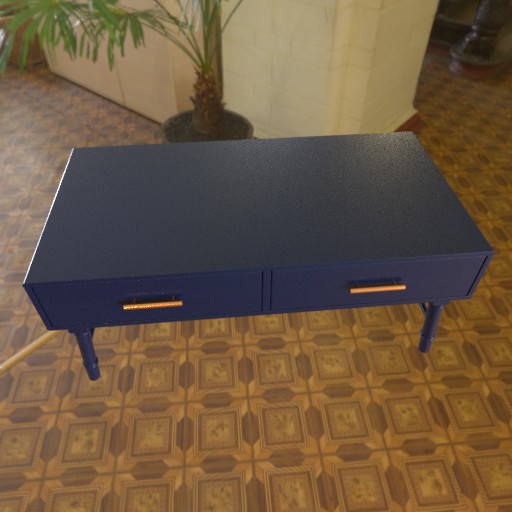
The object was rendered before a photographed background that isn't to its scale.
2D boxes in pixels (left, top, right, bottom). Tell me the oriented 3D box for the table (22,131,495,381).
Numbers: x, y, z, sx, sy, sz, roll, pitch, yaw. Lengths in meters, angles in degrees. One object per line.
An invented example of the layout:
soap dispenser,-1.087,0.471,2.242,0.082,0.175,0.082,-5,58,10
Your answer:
table,0.000,0.000,1.337,1.067,0.457,0.572,-4,45,-4
